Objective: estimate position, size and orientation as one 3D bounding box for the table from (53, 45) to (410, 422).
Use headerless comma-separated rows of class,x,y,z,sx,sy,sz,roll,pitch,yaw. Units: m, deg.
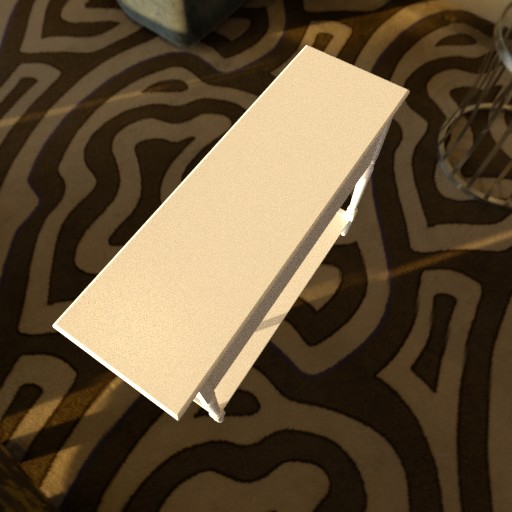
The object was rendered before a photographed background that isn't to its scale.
table,0.000,0.000,1.597,0.386,0.814,1.191,31,68,14
